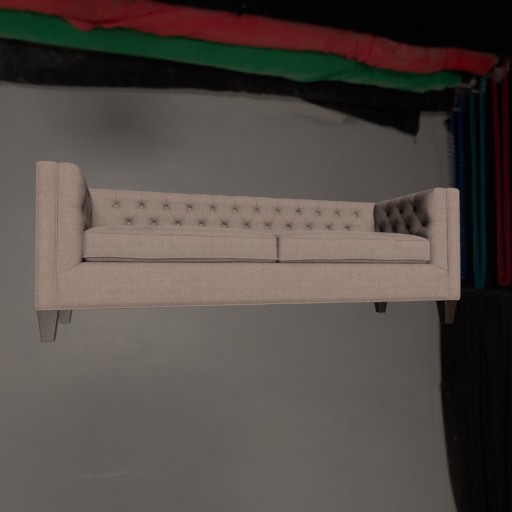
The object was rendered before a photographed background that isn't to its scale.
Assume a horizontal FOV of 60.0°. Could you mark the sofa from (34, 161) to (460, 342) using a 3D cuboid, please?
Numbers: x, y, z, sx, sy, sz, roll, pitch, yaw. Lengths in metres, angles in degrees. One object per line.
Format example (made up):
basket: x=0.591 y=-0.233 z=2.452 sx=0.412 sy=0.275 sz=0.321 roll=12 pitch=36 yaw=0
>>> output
sofa: x=0.000 y=0.000 z=2.516 sx=2.159 sy=0.762 sz=0.775 roll=1 pitch=-2 yaw=-17
